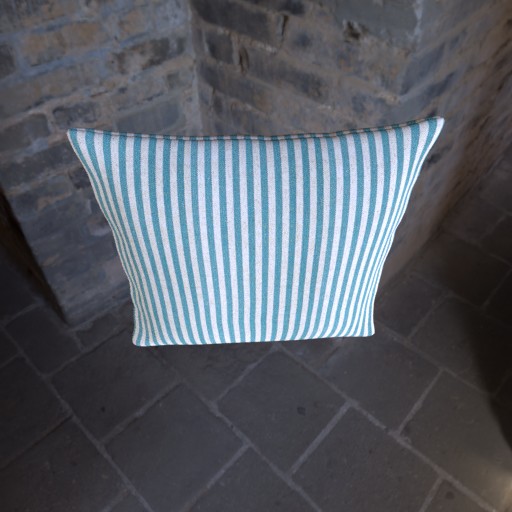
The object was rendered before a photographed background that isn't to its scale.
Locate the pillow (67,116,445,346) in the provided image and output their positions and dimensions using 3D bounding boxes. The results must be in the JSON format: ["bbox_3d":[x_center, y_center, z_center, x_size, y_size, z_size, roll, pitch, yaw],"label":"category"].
[{"bbox_3d":[0.000,0.000,0.781,0.523,0.510,0.166,-2,46,-2],"label":"pillow"}]
